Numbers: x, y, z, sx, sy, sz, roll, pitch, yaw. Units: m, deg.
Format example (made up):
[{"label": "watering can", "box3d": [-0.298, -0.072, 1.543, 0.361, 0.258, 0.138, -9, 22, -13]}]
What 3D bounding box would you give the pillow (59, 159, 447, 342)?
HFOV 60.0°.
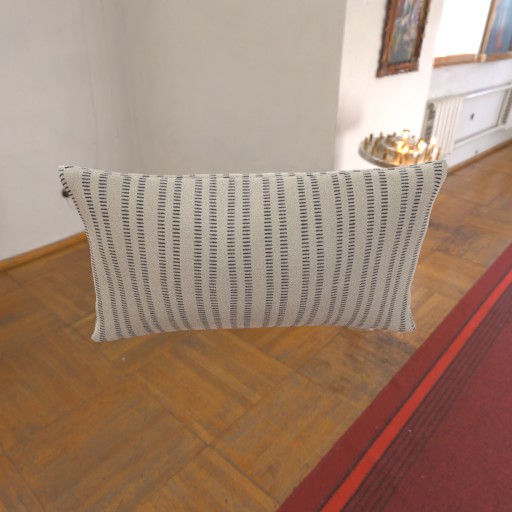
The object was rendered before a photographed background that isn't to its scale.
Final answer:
[{"label": "pillow", "box3d": [0.000, 0.000, 0.806, 0.640, 0.353, 0.210, -2, 30, -3]}]
